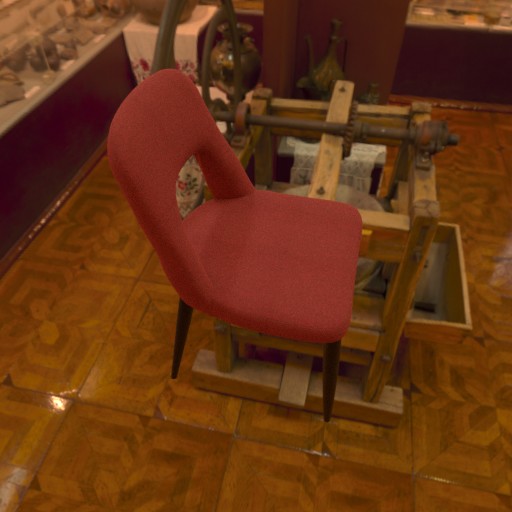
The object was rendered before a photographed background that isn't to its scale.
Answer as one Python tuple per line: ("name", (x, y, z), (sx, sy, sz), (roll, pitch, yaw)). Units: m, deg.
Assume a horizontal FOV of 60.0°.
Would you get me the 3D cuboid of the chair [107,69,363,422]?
("chair", (0.000, 0.000, 1.216), (0.569, 0.892, 0.483), (10, 47, 10))
